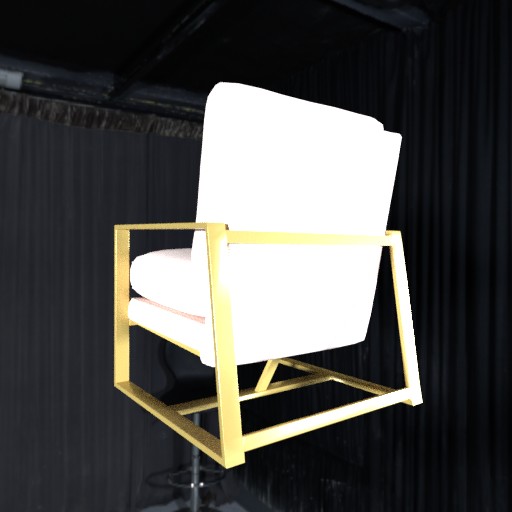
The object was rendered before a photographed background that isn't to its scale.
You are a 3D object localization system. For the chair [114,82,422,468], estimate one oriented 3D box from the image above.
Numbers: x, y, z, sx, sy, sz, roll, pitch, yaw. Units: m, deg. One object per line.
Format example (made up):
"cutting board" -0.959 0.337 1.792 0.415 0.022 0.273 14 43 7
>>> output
"chair" 0.000 0.000 1.550 0.758 0.956 0.813 0 1 -36
